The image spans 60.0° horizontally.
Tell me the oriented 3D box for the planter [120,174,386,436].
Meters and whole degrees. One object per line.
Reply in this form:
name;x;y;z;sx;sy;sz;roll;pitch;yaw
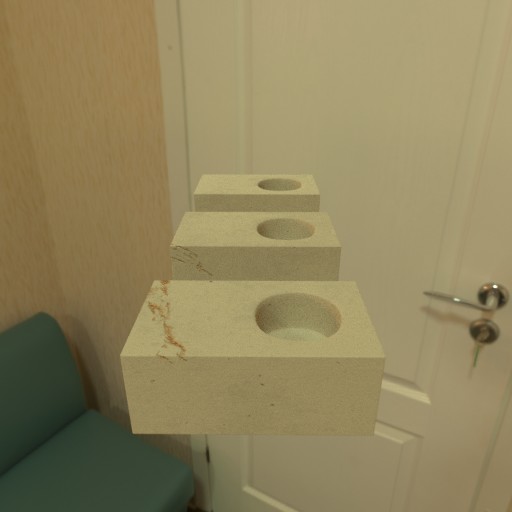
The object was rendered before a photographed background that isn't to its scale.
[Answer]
planter;0.000;0.000;0.372;0.127;0.051;0.333;0;25;1
